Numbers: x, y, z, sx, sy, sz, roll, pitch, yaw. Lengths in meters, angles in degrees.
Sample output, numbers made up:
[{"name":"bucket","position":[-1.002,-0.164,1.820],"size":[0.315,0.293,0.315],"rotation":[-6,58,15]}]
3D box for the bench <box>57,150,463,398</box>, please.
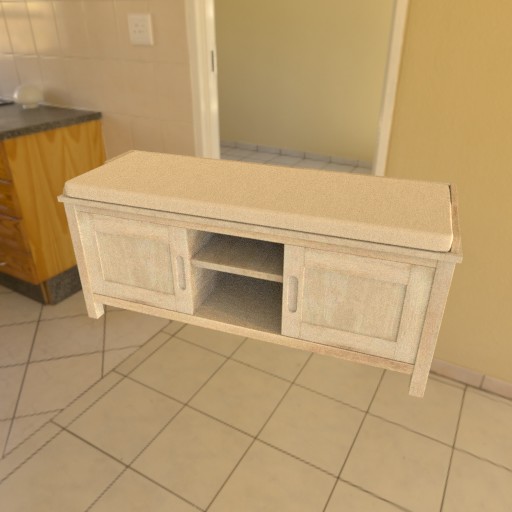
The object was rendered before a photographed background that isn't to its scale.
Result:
[{"name":"bench","position":[0.000,0.000,1.437],"size":[1.140,0.501,0.398],"rotation":[10,30,17]}]
